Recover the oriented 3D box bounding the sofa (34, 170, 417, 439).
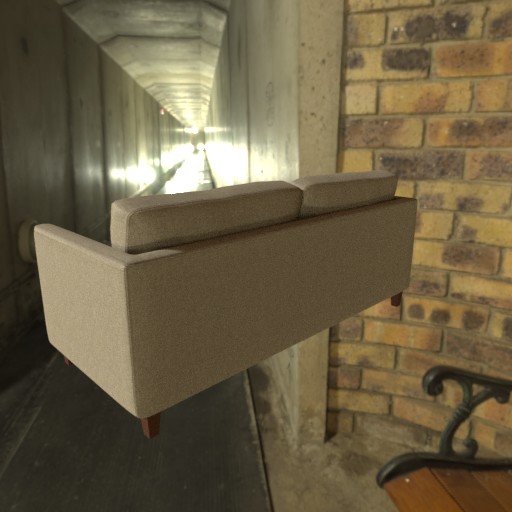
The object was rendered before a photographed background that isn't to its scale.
[{"bbox_3d":[0.000,0.000,2.663,2.208,0.963,0.956,-15,22,-42],"label":"sofa"}]
